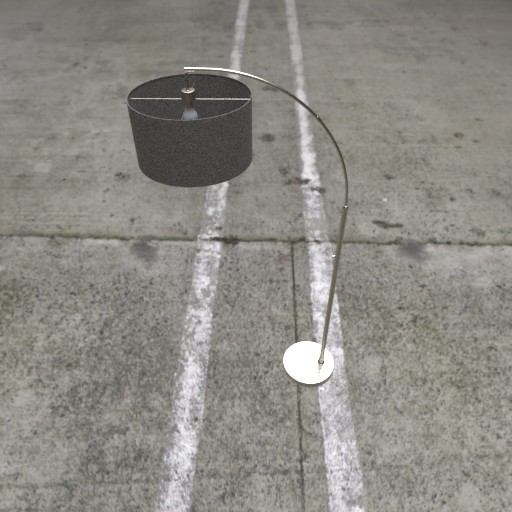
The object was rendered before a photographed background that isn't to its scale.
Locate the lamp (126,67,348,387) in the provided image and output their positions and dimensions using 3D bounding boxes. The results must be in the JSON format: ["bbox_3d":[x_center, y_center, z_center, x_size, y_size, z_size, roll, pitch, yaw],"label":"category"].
[{"bbox_3d":[0.000,0.000,2.114,0.934,1.735,0.452,1,41,1],"label":"lamp"}]
